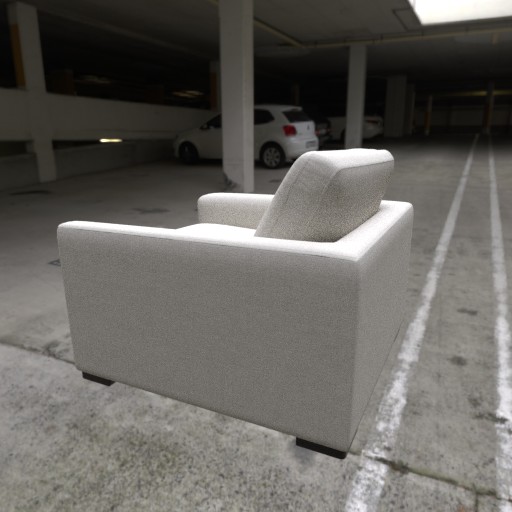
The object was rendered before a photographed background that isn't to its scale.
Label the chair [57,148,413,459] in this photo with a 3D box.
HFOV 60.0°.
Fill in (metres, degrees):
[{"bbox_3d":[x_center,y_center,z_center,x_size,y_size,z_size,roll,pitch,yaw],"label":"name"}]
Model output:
[{"bbox_3d":[0.000,0.000,1.844,1.100,0.876,1.070,7,17,25],"label":"chair"}]
